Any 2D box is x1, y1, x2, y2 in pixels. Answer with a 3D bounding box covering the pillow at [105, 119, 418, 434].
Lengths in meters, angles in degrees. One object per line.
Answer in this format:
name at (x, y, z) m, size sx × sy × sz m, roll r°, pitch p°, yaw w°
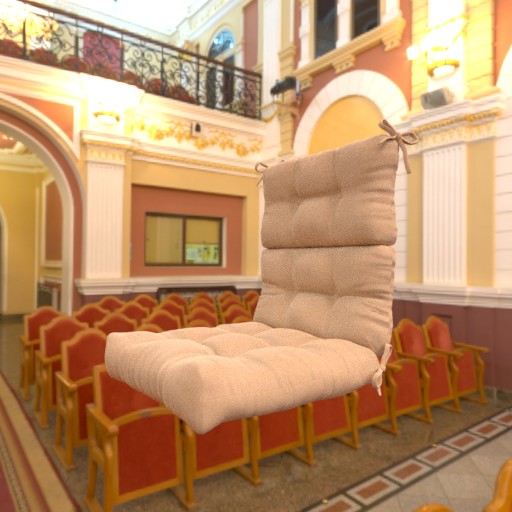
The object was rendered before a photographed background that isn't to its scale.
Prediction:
pillow at (0.000, 0.000, 1.030) m, size 0.571 × 0.605 × 0.519 m, roll 0°, pitch -1°, yaw -36°
